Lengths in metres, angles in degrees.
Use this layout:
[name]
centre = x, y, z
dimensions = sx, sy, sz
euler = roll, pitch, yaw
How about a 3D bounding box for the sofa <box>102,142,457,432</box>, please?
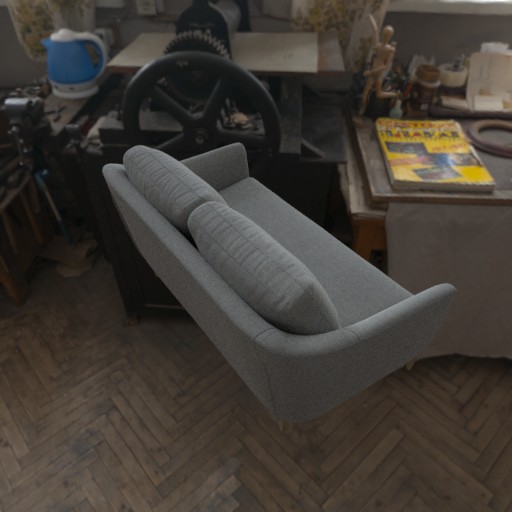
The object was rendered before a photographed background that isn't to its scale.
[sofa]
centre = 0.000, 0.000, 2.231
dimensions = 0.960, 0.904, 1.619
euler = -26, 48, -26
